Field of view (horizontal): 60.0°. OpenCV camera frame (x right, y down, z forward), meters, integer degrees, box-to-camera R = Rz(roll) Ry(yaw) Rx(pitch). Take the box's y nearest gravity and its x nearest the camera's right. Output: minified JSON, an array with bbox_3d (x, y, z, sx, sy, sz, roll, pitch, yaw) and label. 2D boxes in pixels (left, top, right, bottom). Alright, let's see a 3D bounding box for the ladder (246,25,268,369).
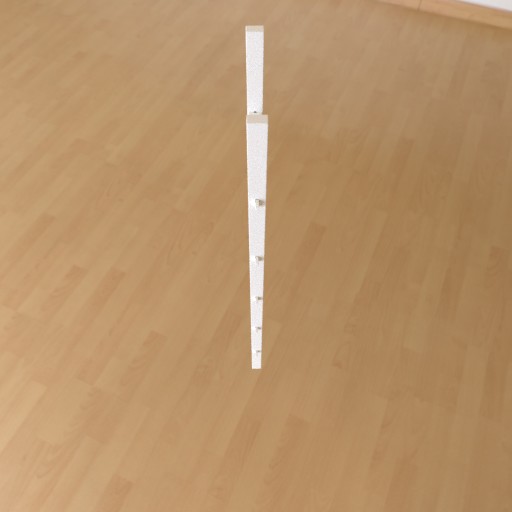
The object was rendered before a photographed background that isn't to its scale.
[{"bbox_3d":[0.000,0.000,1.902,0.051,1.797,0.452,-1,58,-1],"label":"ladder"}]
